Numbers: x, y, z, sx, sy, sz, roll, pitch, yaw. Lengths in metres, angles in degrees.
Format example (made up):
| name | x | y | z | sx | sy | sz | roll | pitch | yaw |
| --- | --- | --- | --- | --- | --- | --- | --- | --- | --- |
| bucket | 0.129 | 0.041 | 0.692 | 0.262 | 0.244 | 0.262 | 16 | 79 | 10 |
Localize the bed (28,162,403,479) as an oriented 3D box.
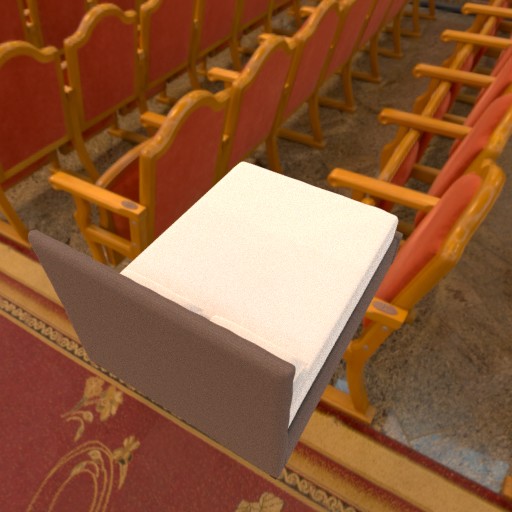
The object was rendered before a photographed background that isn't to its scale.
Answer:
| name | x | y | z | sx | sy | sz | roll | pitch | yaw |
| --- | --- | --- | --- | --- | --- | --- | --- | --- | --- |
| bed | 0.000 | 0.000 | 3.328 | 1.696 | 1.426 | 2.233 | 24 | 51 | 21 |
